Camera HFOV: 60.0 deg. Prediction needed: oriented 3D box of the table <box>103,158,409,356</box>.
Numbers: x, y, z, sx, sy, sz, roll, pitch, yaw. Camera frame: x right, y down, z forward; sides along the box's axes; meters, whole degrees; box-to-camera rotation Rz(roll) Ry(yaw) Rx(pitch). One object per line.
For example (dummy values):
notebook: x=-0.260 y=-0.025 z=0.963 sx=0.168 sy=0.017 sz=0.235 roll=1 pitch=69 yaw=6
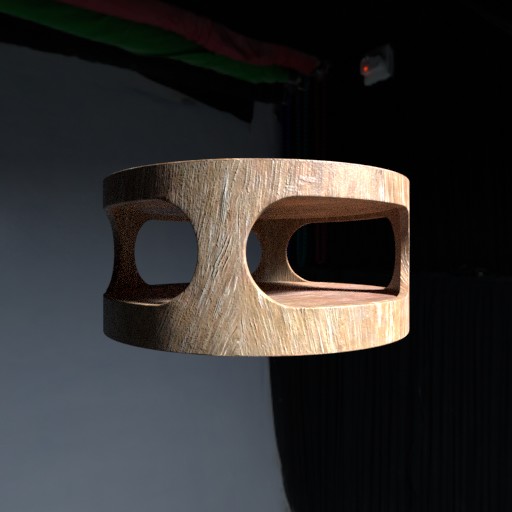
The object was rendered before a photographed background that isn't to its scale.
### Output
table: x=0.000 y=0.000 z=1.492 sx=0.974 sy=0.450 sz=0.974 roll=0 pitch=0 yaw=0
